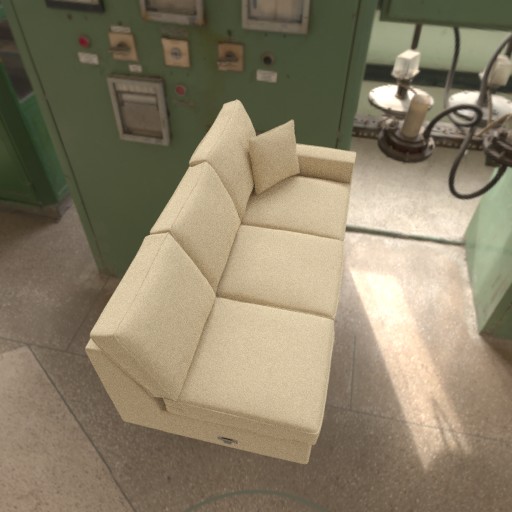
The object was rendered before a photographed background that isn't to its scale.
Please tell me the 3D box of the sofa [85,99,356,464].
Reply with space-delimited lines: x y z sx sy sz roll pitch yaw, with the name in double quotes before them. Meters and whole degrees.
"sofa" 0.000 0.000 2.617 1.034 0.946 1.963 10 47 9
